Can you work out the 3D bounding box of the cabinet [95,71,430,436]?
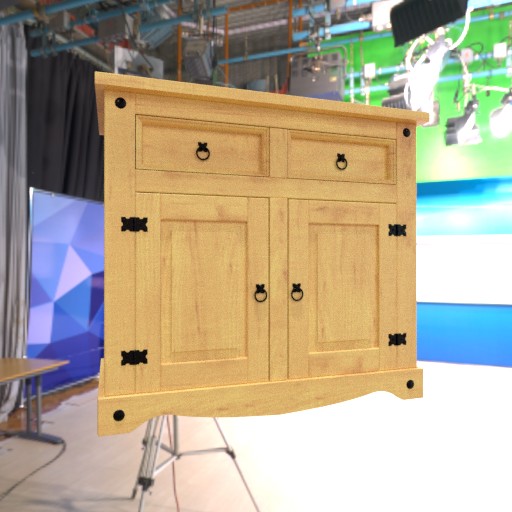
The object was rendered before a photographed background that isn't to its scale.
[{"bbox_3d":[0.000,0.000,1.365,0.920,0.840,0.450,0,0,-18],"label":"cabinet"}]
